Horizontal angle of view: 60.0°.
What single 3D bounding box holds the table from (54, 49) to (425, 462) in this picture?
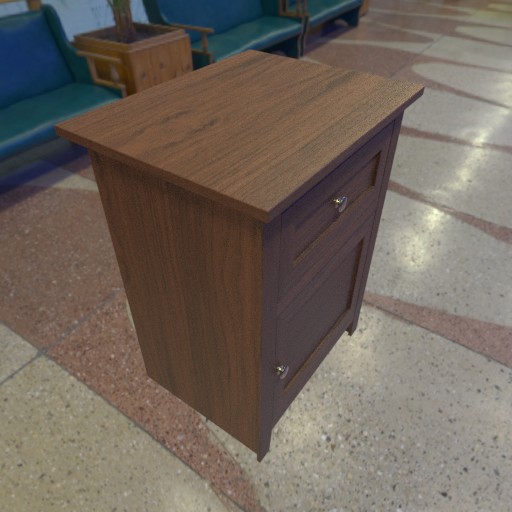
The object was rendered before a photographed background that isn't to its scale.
[{"bbox_3d":[0.000,0.000,0.913,0.381,0.636,0.480,25,46,27],"label":"table"}]
